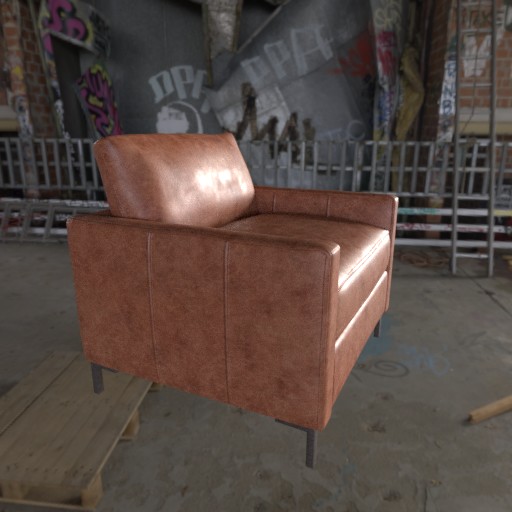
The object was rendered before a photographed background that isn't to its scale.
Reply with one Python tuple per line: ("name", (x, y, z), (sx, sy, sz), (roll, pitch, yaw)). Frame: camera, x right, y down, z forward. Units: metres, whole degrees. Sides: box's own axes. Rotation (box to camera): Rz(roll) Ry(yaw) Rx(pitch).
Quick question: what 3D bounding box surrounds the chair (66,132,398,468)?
("chair", (0.000, 0.000, 1.628), (0.862, 0.869, 0.967), (8, 18, 25))
